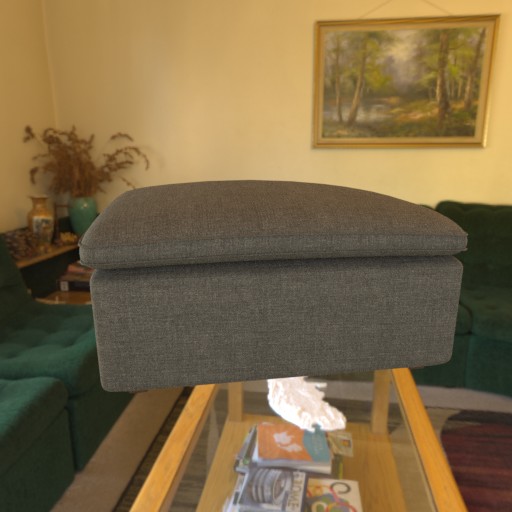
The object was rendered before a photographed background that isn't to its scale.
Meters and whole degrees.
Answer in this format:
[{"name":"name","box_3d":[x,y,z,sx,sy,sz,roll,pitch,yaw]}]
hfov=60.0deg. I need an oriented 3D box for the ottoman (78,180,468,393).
[{"name":"ottoman","box_3d":[0.000,0.000,1.680,1.067,0.559,1.067,-2,14,-9]}]
